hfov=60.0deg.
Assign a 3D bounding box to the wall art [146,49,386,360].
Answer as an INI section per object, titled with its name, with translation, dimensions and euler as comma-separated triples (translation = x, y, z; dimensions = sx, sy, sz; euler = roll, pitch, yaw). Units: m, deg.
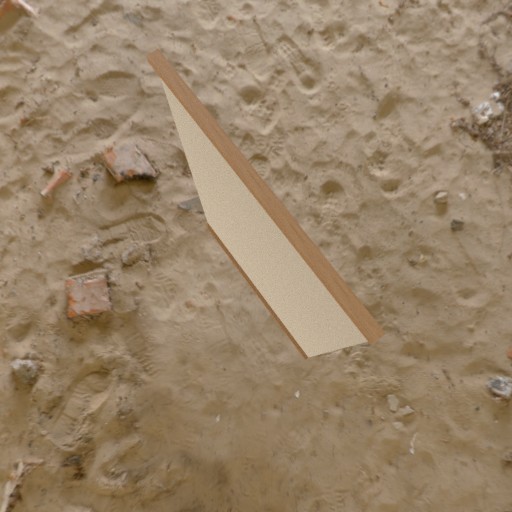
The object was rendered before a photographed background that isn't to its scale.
[wall art]
translation = 0.000, 0.000, 1.884
dimensions = 0.040, 1.510, 0.991
euler = -35, 78, -9
